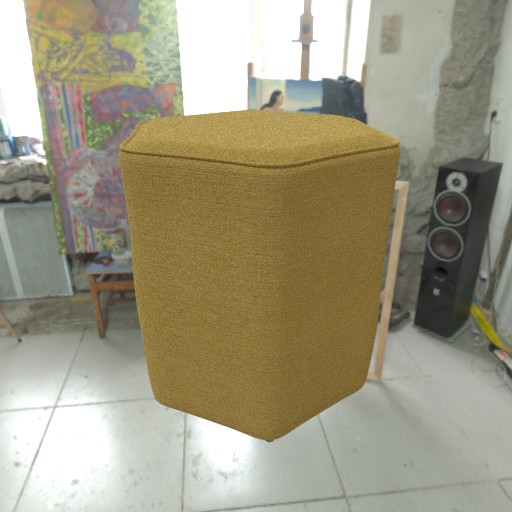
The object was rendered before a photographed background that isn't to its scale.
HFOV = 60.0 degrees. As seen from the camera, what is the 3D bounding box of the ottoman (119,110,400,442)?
[{"bbox_3d":[0.000,0.000,0.873,0.494,0.502,0.443,-18,31,-32],"label":"ottoman"}]
